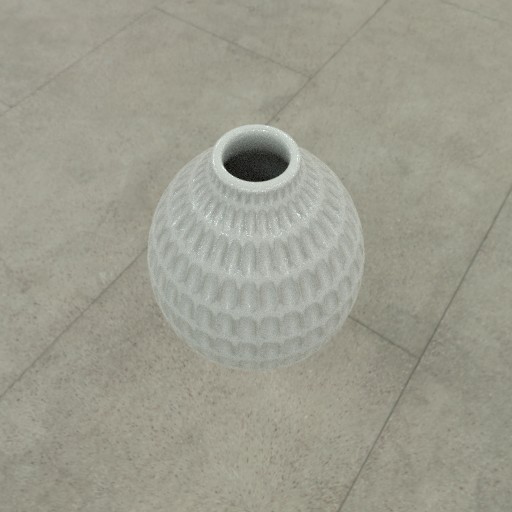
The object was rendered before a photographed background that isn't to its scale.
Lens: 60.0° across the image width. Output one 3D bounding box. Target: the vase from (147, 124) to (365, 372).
[{"bbox_3d":[0.000,0.000,0.339,0.162,0.223,0.162,0,60,0],"label":"vase"}]
